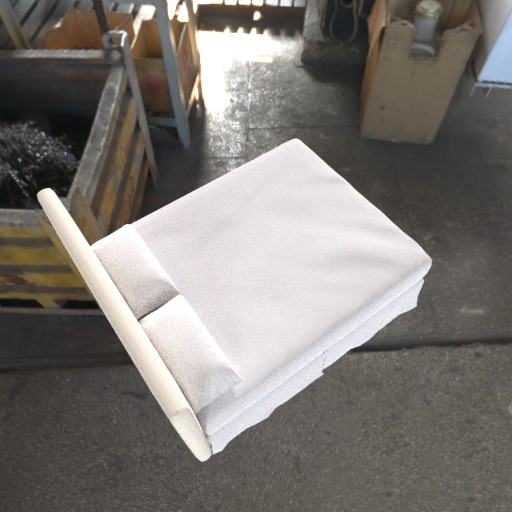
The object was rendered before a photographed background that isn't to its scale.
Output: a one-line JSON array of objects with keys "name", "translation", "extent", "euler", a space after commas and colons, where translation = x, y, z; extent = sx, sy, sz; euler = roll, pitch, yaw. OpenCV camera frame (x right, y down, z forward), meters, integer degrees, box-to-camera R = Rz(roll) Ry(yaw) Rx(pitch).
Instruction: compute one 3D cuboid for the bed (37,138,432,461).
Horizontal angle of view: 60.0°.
[{"name": "bed", "translation": [0.000, 0.000, 3.190], "extent": [2.142, 1.330, 1.713], "euler": [-32, 63, -18]}]
